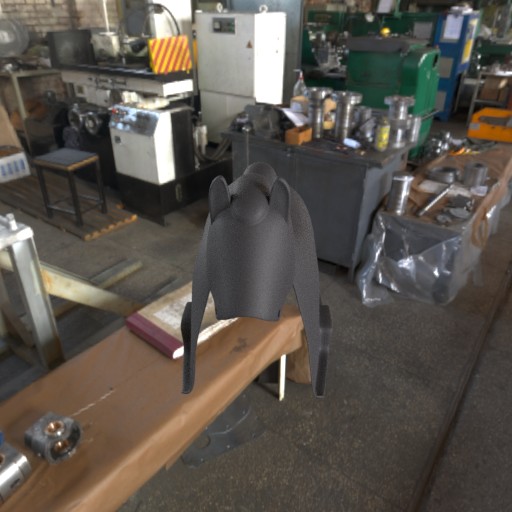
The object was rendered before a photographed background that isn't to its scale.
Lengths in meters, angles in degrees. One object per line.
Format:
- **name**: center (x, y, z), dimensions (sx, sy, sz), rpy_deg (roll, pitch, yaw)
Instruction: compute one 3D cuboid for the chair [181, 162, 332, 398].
- **chair**: center (0.000, 0.000, 1.134), dimensions (0.429, 0.612, 0.800), rpy_deg (1, 30, 2)
